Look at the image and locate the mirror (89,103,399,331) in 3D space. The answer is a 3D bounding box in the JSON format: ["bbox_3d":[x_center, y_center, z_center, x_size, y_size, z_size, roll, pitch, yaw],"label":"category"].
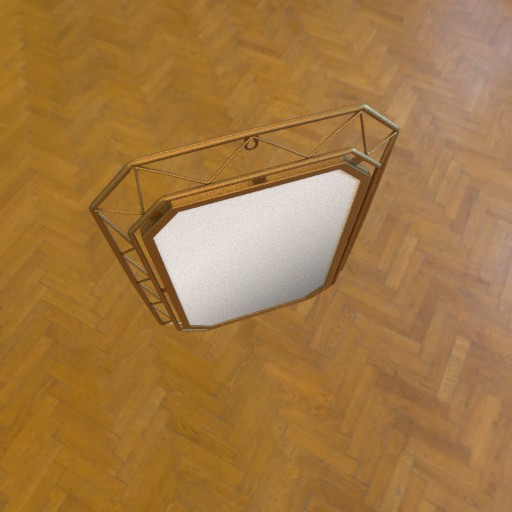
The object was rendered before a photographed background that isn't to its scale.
[{"bbox_3d":[0.000,0.000,0.744,0.417,0.566,0.042,-16,64,-8],"label":"mirror"}]
